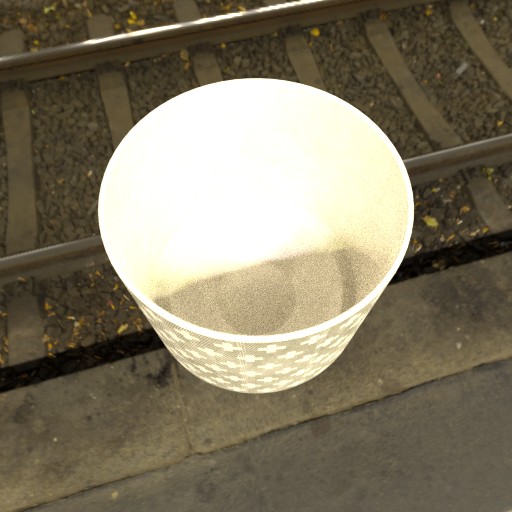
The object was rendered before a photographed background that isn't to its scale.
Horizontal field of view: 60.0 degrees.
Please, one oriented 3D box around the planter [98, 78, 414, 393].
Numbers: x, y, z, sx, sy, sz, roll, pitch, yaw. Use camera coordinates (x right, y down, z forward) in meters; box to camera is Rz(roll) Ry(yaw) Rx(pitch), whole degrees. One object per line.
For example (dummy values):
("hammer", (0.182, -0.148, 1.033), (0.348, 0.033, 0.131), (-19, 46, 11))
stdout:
("planter", (0.000, 0.000, 0.461), (0.250, 0.239, 0.250), (0, 63, 0))
